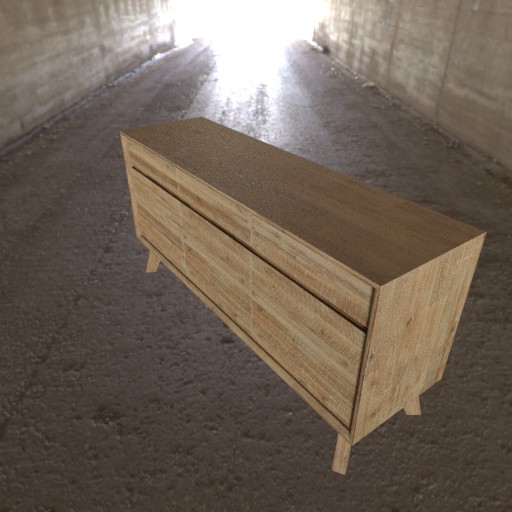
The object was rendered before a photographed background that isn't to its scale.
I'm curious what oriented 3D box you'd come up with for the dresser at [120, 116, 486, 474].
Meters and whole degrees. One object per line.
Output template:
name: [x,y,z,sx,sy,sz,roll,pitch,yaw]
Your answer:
dresser: [0.000,0.000,1.905,0.455,0.788,1.602,-21,37,-30]
